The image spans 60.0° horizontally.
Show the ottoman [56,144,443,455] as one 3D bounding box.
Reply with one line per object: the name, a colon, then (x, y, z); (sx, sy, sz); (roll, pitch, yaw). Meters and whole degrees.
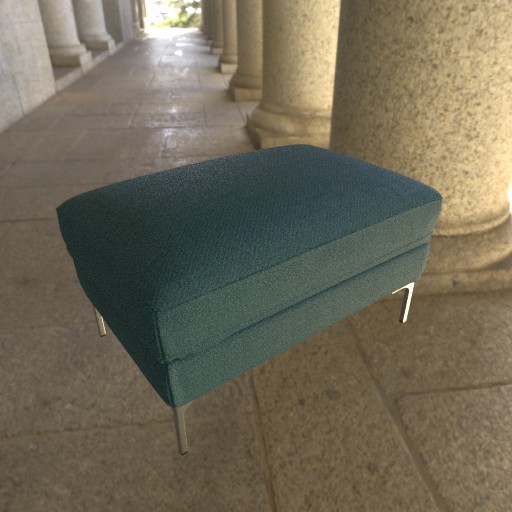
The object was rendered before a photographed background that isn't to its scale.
ottoman: (0.000, 0.000, 1.207); (0.856, 0.498, 0.563); (-21, 36, -31)
